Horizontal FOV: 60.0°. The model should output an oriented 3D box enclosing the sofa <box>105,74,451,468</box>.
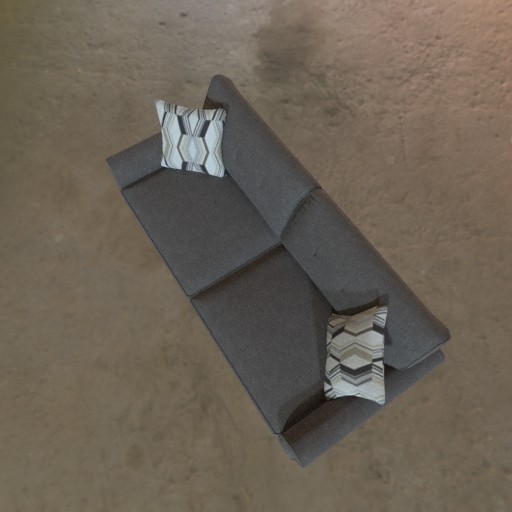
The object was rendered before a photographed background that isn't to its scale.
[{"bbox_3d":[0.000,0.000,2.493,0.889,0.813,2.032,-31,69,-14],"label":"sofa"}]
